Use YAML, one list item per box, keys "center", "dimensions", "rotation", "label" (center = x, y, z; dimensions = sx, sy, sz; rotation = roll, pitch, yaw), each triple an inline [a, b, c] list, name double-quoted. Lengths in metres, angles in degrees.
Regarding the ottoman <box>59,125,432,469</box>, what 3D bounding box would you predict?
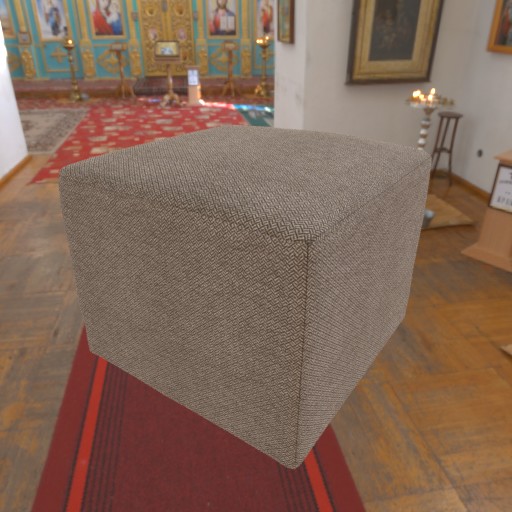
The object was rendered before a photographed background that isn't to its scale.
- center: [0.000, 0.000, 0.899]
  dimensions: [0.512, 0.453, 0.519]
  rotation: [18, 32, 31]
  label: "ottoman"
